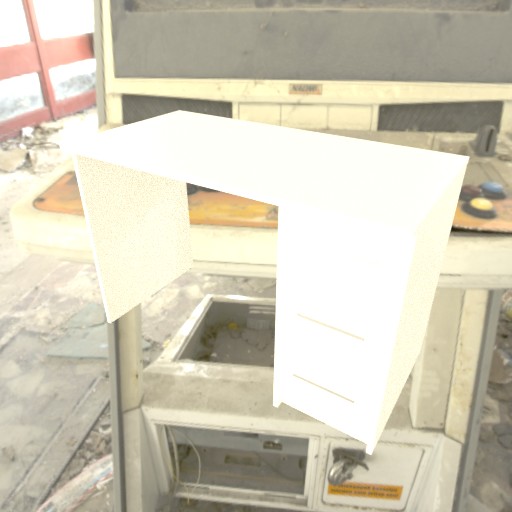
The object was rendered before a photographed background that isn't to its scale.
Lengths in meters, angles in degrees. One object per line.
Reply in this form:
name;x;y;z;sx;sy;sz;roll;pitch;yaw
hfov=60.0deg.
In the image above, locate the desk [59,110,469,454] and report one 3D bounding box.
desk;0.000;0.000;1.511;1.097;0.735;0.560;18;35;28
